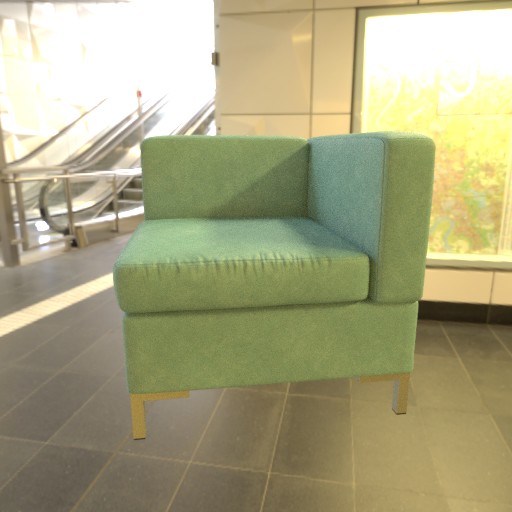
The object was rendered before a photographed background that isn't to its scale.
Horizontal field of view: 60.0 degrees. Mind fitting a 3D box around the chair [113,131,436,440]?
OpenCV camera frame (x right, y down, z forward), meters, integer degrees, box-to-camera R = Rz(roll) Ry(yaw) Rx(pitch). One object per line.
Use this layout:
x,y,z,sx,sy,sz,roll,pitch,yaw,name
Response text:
0.000,0.000,1.232,0.680,0.660,0.680,-2,14,-9,chair
